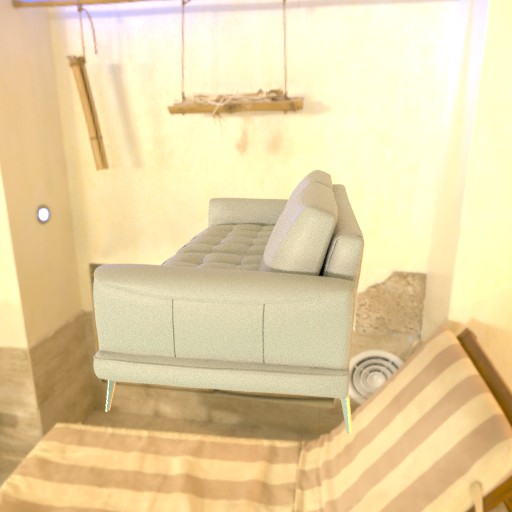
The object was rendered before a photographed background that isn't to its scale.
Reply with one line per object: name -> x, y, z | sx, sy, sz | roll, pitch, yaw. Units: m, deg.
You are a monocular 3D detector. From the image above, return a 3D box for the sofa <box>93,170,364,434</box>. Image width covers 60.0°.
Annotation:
sofa -> 0.000, 0.000, 2.728 | 1.121, 0.930, 2.177 | 2, 16, 8
